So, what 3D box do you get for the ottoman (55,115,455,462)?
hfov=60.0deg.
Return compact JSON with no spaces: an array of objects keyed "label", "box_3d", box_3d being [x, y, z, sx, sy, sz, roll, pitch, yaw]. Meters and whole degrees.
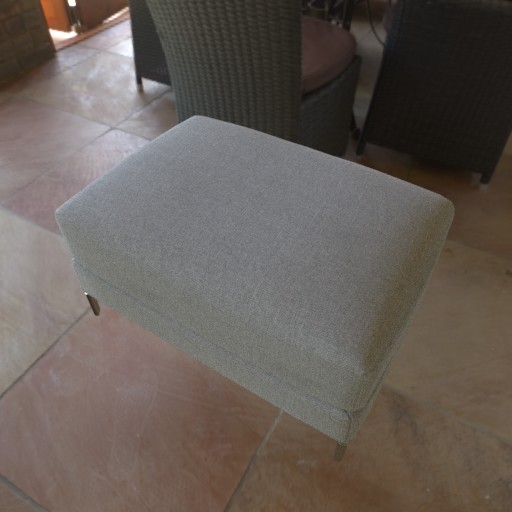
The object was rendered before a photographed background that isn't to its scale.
[{"label":"ottoman","box_3d":[0.000,0.000,1.177,0.838,0.457,0.584,24,51,22]}]
